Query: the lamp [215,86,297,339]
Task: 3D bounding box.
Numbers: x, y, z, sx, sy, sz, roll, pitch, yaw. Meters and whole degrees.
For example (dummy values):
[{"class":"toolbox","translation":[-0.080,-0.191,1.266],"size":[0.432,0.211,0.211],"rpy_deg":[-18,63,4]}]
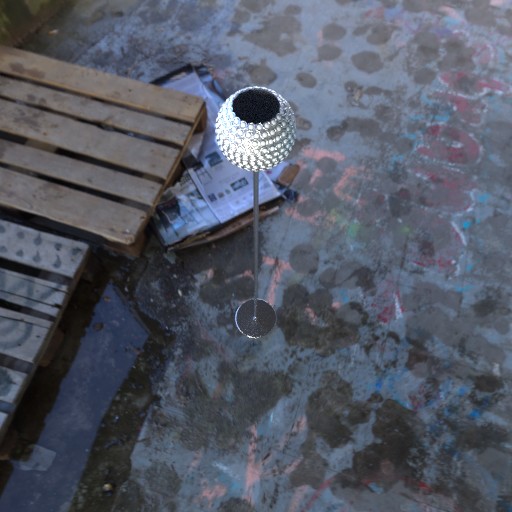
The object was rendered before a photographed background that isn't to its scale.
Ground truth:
[{"class":"lamp","translation":[0.000,0.000,1.978],"size":[0.254,1.805,0.254],"rpy_deg":[0,64,0]}]
